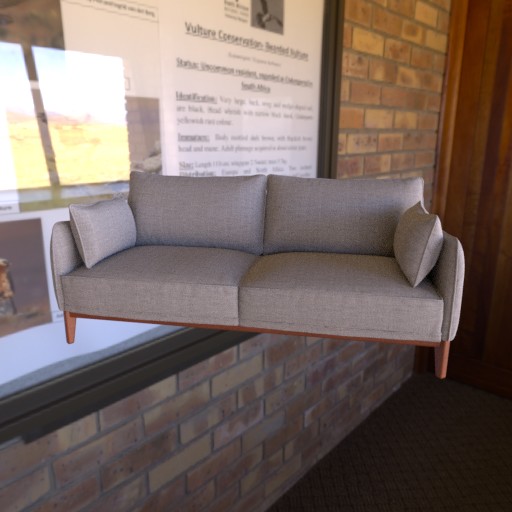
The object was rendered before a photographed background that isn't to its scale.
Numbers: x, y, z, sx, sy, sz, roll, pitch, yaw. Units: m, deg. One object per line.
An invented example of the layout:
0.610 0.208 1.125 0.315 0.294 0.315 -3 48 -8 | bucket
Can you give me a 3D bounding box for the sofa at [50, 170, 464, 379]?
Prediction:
0.000 0.000 2.453 1.989 0.851 0.972 3 15 10 | sofa
